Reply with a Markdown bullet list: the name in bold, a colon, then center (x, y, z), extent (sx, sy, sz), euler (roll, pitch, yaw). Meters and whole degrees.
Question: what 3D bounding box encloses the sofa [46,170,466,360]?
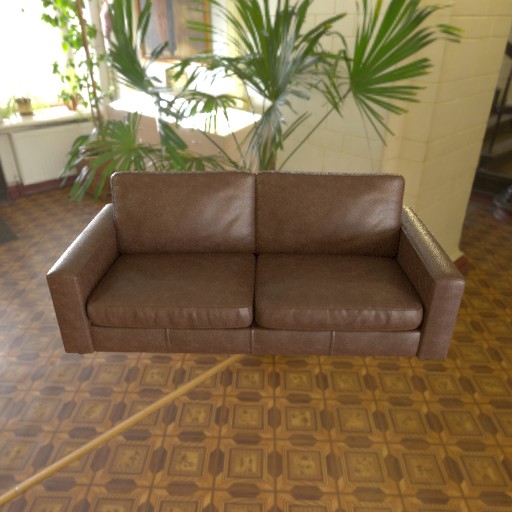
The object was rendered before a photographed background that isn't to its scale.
- **sofa**: center (0.000, 0.000, 2.741), extent (2.179, 0.873, 1.016), euler (1, 28, 1)
